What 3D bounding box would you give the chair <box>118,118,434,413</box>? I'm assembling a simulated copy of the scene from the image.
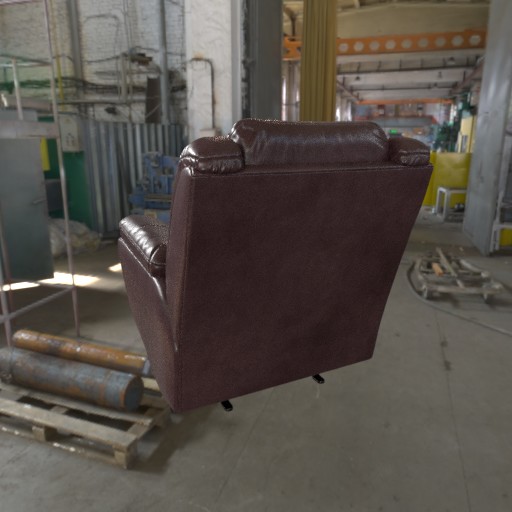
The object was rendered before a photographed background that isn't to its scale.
[{"bbox_3d":[0.000,0.000,1.906,0.990,1.093,1.041,-8,17,-26],"label":"chair"}]
